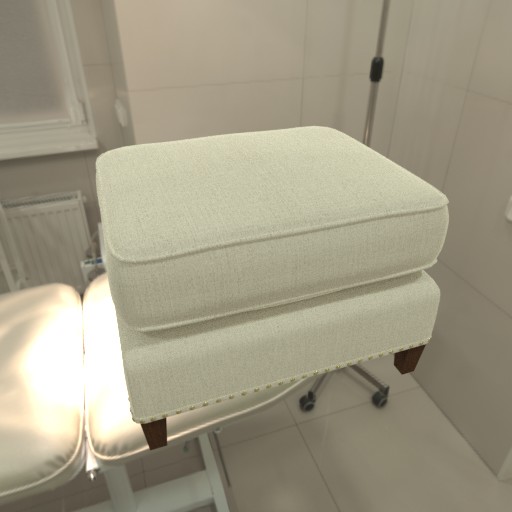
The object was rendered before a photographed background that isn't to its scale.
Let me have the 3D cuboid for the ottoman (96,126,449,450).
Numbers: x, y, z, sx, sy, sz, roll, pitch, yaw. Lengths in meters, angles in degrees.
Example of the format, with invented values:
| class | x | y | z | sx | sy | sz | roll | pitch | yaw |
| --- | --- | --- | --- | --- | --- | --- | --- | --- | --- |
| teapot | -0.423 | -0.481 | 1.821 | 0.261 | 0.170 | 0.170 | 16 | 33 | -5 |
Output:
| class | x | y | z | sx | sy | sz | roll | pitch | yaw |
| --- | --- | --- | --- | --- | --- | --- | --- | --- | --- |
| ottoman | 0.000 | 0.000 | 1.147 | 0.738 | 0.537 | 0.589 | -11 | 34 | -16 |
